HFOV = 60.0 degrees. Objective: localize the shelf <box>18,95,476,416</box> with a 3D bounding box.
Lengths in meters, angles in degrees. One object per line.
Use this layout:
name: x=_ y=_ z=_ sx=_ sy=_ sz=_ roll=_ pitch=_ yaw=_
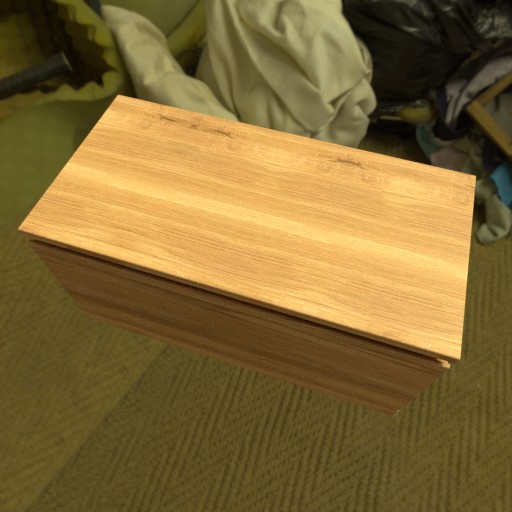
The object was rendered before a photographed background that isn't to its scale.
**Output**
shelf: x=0.000 y=0.000 z=1.025 sx=0.800 sy=0.400 sz=0.400 roll=16 pitch=59 yaw=9
